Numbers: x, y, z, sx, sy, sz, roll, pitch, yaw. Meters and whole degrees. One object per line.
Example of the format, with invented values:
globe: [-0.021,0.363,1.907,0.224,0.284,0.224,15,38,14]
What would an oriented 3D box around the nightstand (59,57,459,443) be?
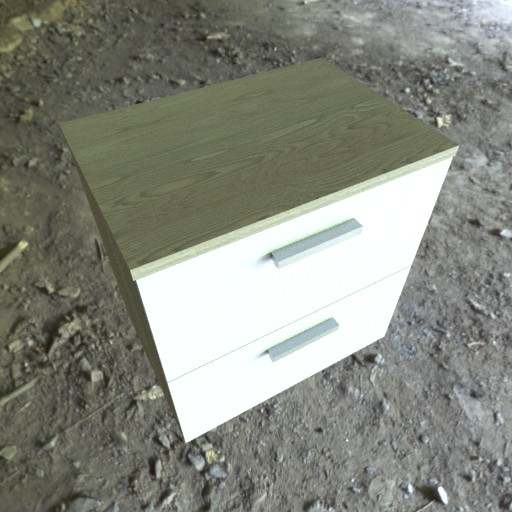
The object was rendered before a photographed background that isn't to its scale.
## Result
nightstand: [0.000,0.000,0.756,0.442,0.461,0.325,-22,51,-20]
